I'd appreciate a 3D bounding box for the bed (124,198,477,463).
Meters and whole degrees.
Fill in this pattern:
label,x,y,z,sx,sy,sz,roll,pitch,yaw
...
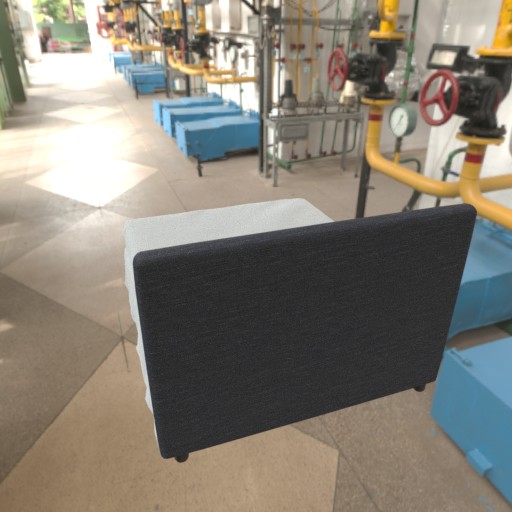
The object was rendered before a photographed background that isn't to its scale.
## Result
label,x,y,z,sx,sy,sz,roll,pitch,yaw
bed,0.000,0.000,3.282,1.884,1.330,2.142,-9,29,-17
